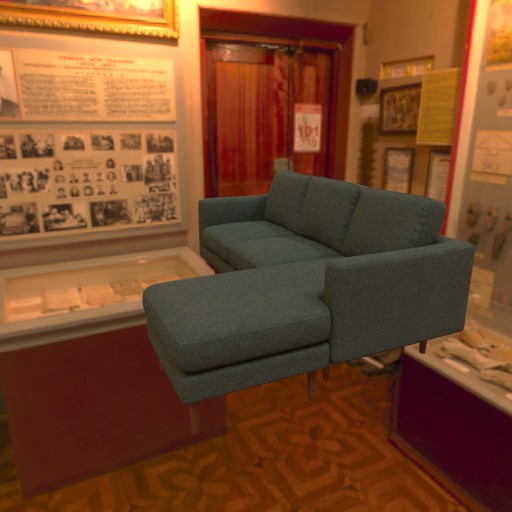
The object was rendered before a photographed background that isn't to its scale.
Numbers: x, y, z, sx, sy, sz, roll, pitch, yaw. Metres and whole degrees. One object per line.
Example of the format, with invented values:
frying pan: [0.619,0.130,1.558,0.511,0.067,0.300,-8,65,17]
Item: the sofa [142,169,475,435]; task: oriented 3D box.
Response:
sofa: [0.000,0.000,2.986,1.667,0.957,2.055,-8,18,-24]
